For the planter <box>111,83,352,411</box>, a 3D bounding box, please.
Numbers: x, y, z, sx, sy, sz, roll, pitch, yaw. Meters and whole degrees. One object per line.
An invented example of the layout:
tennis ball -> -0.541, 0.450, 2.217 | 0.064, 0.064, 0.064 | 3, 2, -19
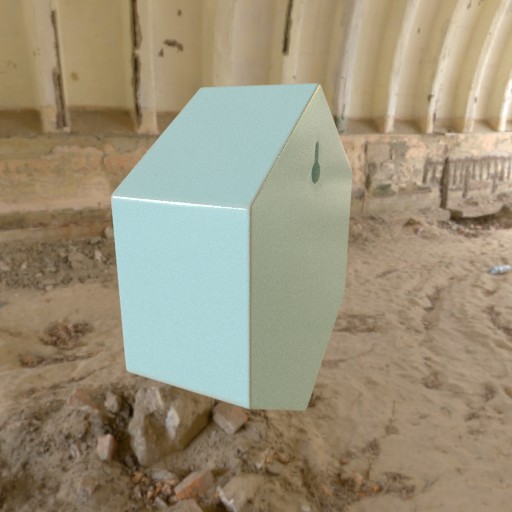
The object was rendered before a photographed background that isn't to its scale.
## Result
planter -> 0.000, 0.000, 0.286 | 0.078, 0.207, 0.169 | 8, 18, 25
